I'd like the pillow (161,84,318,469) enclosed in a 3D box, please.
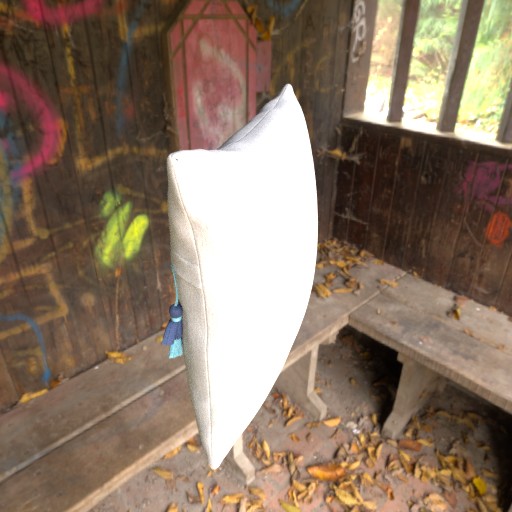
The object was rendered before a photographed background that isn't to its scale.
[{"bbox_3d":[0.000,0.000,0.678,0.173,0.436,0.433,9,31,15],"label":"pillow"}]
